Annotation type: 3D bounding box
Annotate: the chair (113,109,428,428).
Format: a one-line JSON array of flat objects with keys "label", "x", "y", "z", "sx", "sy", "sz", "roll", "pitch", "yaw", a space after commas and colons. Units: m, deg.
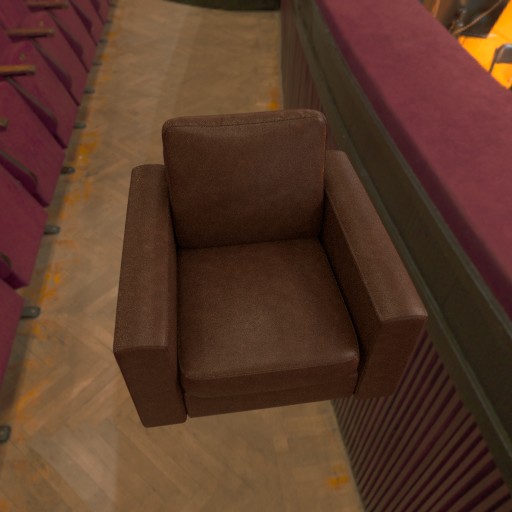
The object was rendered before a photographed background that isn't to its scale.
[{"label": "chair", "x": 0.000, "y": 0.000, "z": 1.779, "sx": 1.005, "sy": 0.873, "sz": 1.016, "roll": -6, "pitch": 45, "yaw": -6}]
